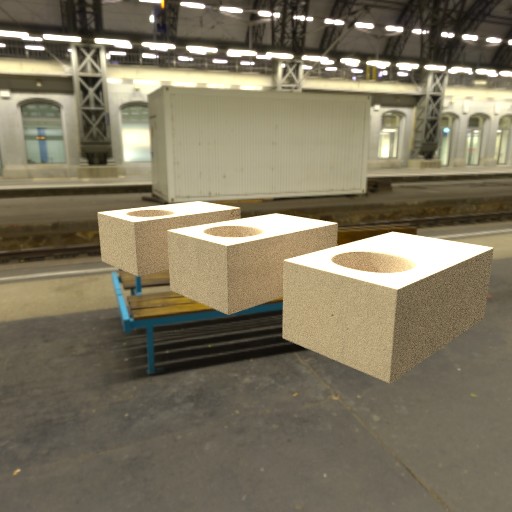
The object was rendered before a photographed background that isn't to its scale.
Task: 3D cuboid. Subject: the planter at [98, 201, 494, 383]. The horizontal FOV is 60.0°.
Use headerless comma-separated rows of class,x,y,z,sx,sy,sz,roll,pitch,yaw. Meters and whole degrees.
planter,0.000,0.000,0.380,0.127,0.051,0.333,-13,20,-42
